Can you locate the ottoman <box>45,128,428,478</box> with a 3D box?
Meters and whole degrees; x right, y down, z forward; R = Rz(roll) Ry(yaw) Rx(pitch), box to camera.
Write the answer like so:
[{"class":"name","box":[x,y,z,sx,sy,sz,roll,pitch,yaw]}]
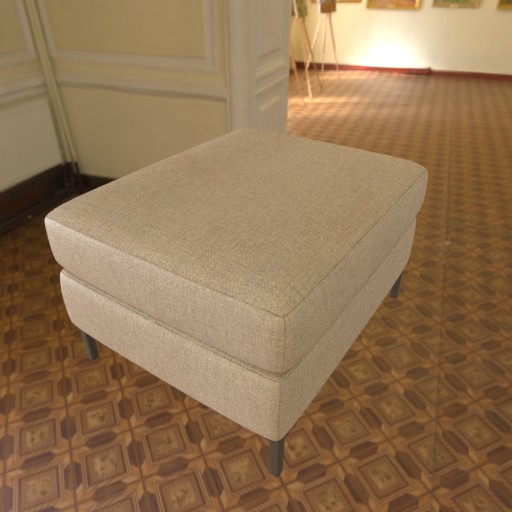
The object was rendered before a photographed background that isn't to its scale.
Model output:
[{"class":"ottoman","box":[0.000,0.000,1.222,0.671,0.490,0.820,20,38,28]}]
